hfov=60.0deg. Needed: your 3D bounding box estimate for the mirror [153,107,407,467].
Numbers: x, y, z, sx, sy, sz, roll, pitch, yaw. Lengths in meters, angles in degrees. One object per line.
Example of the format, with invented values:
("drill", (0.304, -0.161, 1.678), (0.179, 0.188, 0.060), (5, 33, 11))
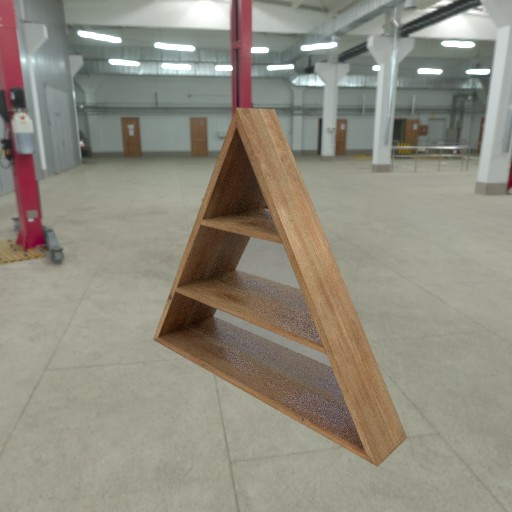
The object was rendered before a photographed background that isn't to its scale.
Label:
("mirror", (0.000, 0.000, 0.867), (0.631, 0.548, 0.100), (15, 22, 42))
